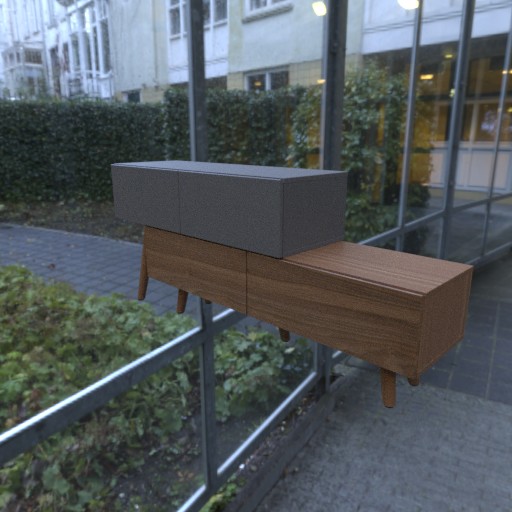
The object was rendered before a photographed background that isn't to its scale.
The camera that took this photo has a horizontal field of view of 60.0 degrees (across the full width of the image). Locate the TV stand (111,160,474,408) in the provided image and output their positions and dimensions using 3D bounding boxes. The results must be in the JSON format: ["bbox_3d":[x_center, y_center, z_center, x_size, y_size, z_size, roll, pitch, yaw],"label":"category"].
[{"bbox_3d":[0.000,0.000,1.551,1.336,0.591,0.329,14,21,42],"label":"TV stand"}]
